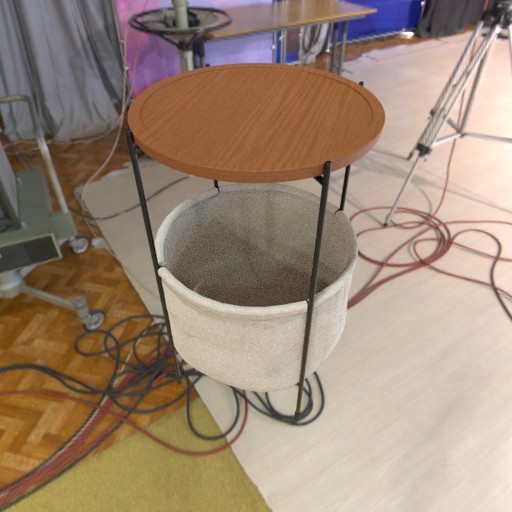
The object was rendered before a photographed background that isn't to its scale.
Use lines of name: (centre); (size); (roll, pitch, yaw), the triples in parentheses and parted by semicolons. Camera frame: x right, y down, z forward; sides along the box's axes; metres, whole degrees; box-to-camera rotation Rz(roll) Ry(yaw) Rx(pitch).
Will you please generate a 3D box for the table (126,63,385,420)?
table: (0.000, 0.000, 0.884); (0.393, 0.623, 0.393); (12, 43, 14)
